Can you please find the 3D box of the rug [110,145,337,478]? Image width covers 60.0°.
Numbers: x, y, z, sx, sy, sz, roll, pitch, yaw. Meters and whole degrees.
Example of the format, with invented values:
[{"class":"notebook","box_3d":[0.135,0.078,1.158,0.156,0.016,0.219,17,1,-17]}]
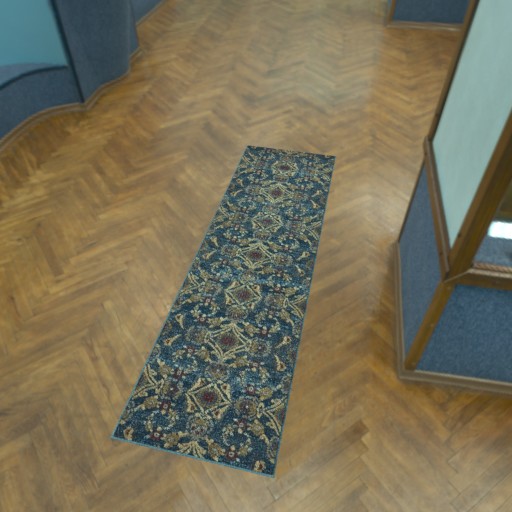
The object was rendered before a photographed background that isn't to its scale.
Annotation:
[{"class":"rug","box_3d":[0.000,0.000,2.527,0.685,0.014,2.292,9,46,9]}]
